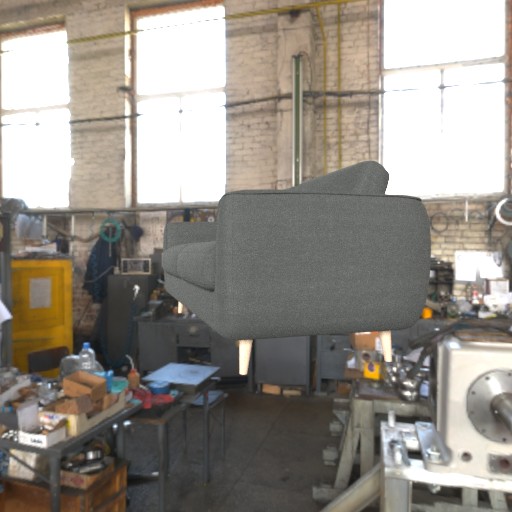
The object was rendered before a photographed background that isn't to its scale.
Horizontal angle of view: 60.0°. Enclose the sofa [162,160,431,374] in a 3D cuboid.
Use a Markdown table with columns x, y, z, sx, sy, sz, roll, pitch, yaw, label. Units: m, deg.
| x | y | z | sx | sy | sz | roll | pitch | yaw | label |
| --- | --- | --- | --- | --- | --- | --- | --- | --- | --- |
| 0.000 | 0.000 | 2.532 | 0.920 | 0.850 | 2.000 | 0 | 1 | -18 | sofa |
